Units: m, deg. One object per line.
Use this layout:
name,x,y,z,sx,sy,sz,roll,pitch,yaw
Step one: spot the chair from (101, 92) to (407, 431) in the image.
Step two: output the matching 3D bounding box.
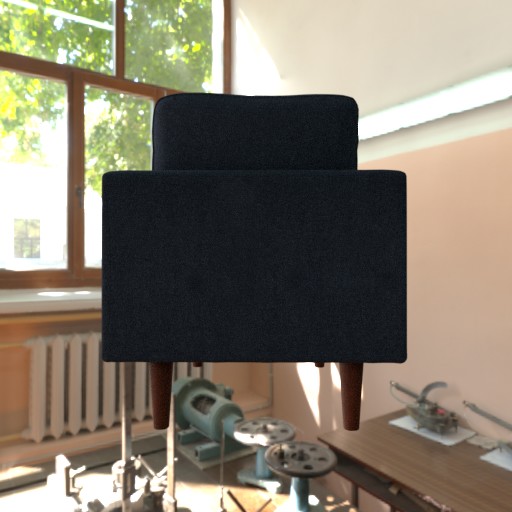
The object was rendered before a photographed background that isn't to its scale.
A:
chair,0.000,0.000,1.611,0.858,0.957,0.899,0,0,1
